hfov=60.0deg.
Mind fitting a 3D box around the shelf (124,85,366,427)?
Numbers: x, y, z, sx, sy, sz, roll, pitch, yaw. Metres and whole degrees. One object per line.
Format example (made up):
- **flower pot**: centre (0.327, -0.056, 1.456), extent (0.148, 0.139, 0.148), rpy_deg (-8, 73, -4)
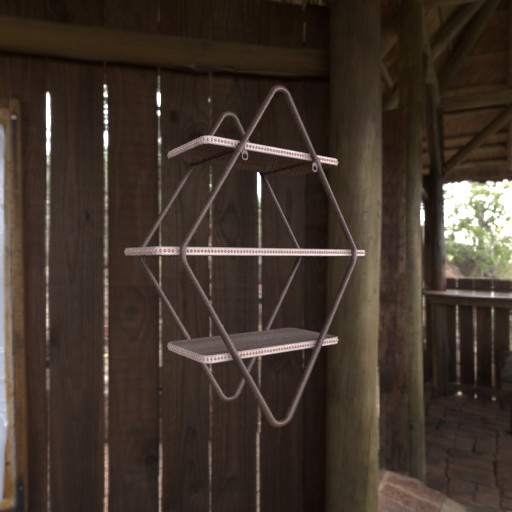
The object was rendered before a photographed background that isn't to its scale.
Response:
- **shelf**: centre (0.000, 0.000, 1.099), extent (0.609, 0.774, 0.234), rpy_deg (0, 0, -35)
